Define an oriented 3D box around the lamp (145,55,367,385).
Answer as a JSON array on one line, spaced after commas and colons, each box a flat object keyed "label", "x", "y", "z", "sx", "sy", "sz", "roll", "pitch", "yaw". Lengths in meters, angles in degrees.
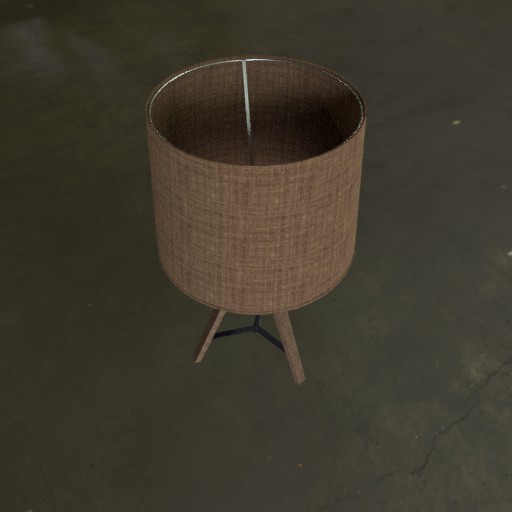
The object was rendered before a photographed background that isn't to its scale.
[{"label": "lamp", "x": 0.000, "y": 0.000, "z": 0.690, "sx": 0.290, "sy": 0.514, "sz": 0.290, "roll": 0, "pitch": 47, "yaw": 0}]
